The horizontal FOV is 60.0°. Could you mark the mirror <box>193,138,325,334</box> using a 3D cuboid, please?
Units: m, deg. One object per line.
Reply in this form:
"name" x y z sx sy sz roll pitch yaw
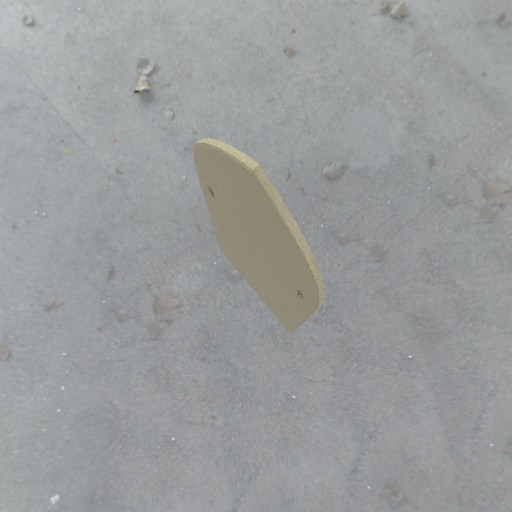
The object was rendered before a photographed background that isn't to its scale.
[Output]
"mirror" 0.000 0.000 1.280 0.025 1.175 0.464 -39 79 -9
